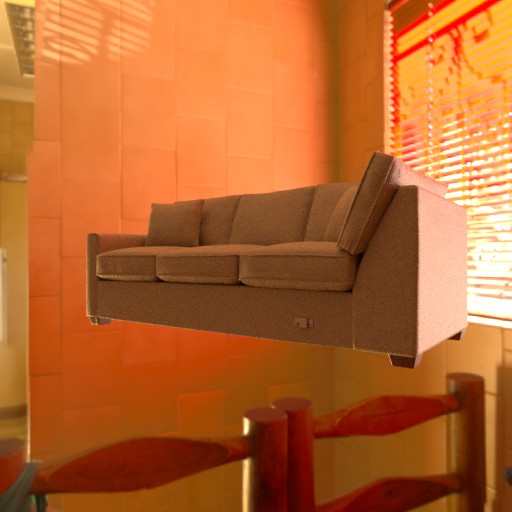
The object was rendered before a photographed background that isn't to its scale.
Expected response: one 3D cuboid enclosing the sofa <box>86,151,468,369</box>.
[{"bbox_3d":[0.000,0.000,2.852,2.317,0.962,1.061,0,-1,36],"label":"sofa"}]
